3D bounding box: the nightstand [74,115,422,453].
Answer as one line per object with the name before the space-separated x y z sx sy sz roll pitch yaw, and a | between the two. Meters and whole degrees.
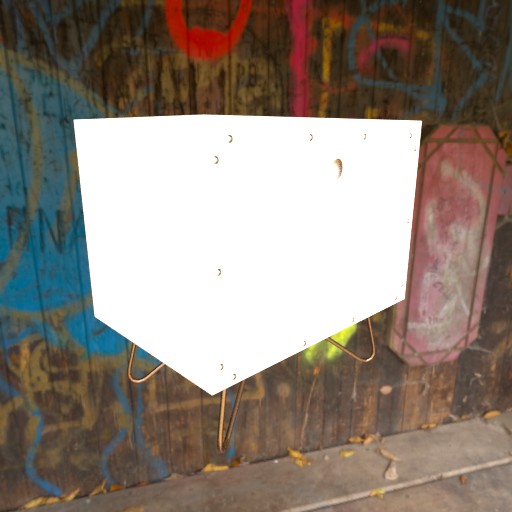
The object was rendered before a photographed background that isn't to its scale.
nightstand | 0.000 0.000 1.033 0.614 0.604 0.447 -15 21 -42
